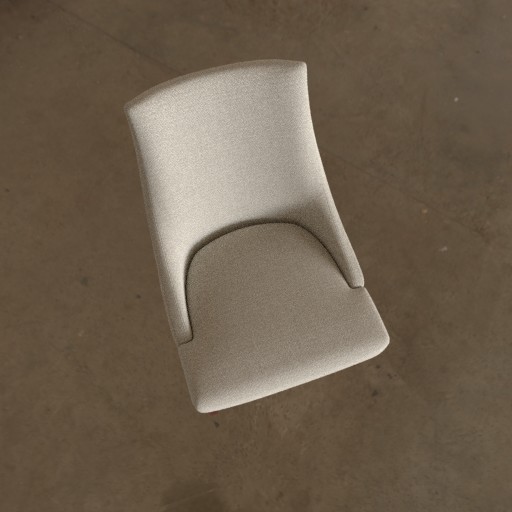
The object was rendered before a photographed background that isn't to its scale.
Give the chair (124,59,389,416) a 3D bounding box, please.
[{"bbox_3d":[0.000,0.000,1.533,0.701,0.909,0.861,-17,65,-8],"label":"chair"}]
